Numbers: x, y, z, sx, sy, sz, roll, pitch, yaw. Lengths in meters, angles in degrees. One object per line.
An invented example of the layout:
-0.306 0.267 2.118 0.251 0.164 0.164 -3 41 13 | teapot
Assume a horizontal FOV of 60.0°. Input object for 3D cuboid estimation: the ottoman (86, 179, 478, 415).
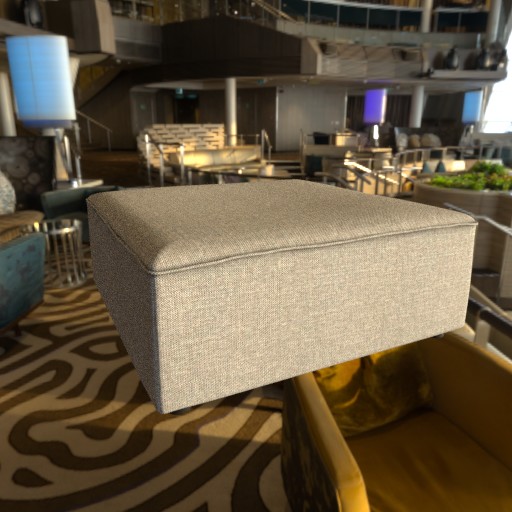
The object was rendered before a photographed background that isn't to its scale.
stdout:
0.000 0.000 1.575 1.017 0.423 1.023 -8 18 -25 | ottoman
